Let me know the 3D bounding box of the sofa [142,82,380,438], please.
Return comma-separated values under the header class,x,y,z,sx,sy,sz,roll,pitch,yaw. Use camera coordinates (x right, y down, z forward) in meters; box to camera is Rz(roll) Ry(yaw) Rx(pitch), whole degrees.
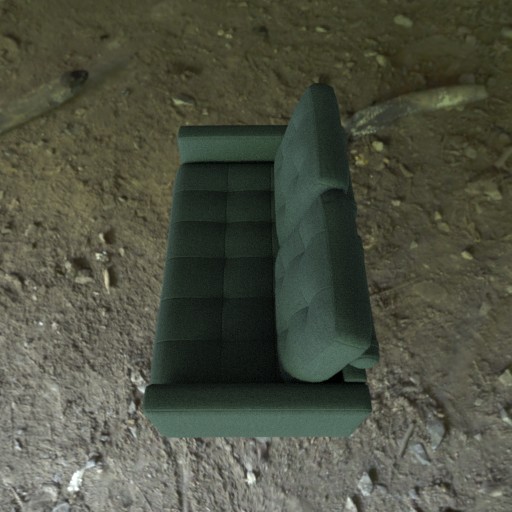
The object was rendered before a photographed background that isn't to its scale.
class,x,y,z,sx,sy,sz,roll,pitch,yaw
sofa,0.000,0.000,1.954,0.842,0.907,1.407,0,58,0
